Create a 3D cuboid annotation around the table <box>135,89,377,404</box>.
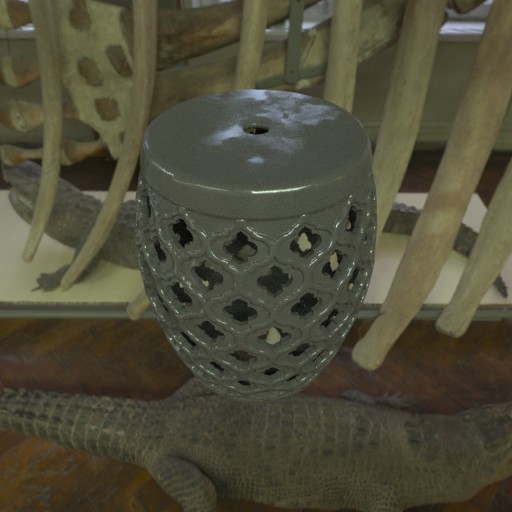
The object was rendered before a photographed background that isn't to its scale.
[{"bbox_3d":[0.000,0.000,0.637,0.325,0.388,0.325,0,41,0],"label":"table"}]
